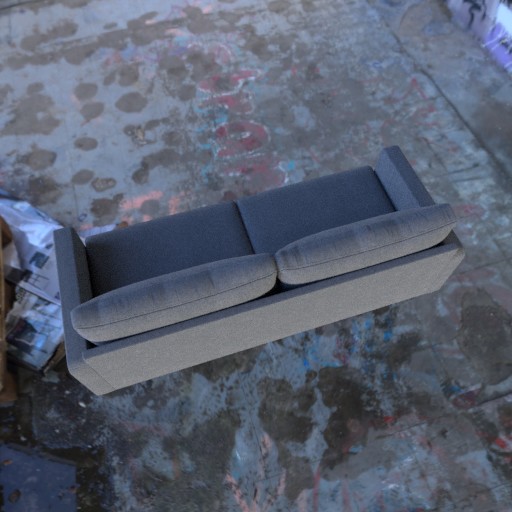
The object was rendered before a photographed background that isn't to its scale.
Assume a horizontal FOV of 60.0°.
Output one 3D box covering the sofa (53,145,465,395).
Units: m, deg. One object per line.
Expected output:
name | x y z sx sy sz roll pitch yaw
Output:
sofa | 0.000 0.000 2.568 2.100 0.880 0.880 -16 61 -9
